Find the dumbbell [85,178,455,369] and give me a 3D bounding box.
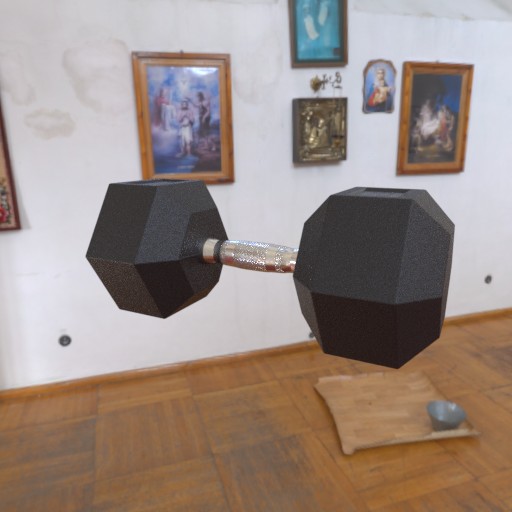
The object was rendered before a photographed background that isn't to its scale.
[{"bbox_3d":[0.000,0.000,0.339,0.271,0.106,0.122,7,16,26],"label":"dumbbell"}]
